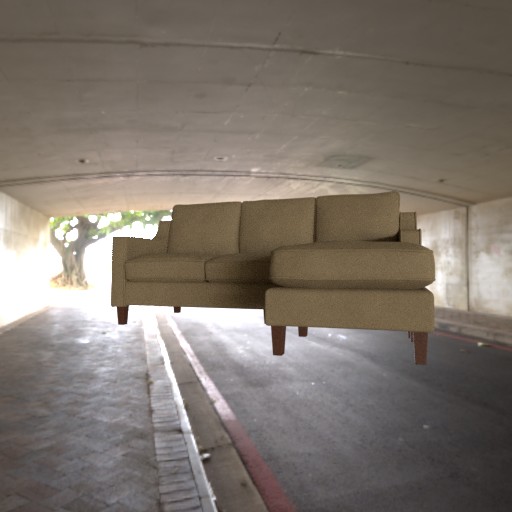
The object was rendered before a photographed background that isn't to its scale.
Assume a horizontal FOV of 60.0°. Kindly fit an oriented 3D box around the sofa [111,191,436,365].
[{"bbox_3d":[0.000,0.000,3.222,2.317,1.066,1.858,0,-1,18],"label":"sofa"}]
